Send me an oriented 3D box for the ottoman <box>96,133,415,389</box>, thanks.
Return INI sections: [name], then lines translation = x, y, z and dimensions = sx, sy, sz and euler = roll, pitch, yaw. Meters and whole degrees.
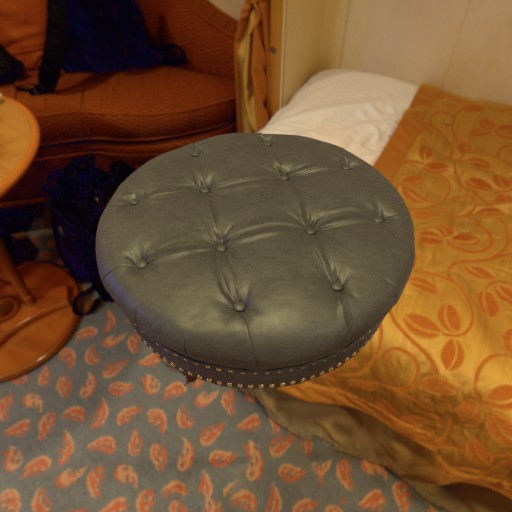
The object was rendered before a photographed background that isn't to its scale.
[ottoman]
translation = 0.000, 0.000, 1.390
dimensions = 0.901, 0.439, 0.901
euler = 0, 48, 0
